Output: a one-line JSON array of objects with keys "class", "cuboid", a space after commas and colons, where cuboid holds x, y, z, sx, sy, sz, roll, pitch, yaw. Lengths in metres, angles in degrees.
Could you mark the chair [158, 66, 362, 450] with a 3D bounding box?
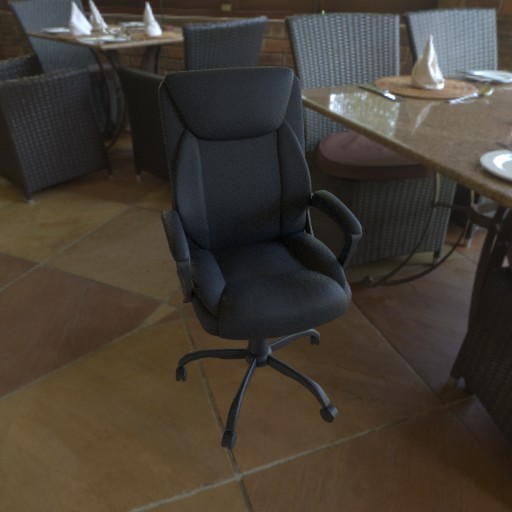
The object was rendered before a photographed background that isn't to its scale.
[{"class": "chair", "cuboid": [0.000, 0.000, 1.457, 0.615, 1.072, 0.655, -9, 33, -14]}]
